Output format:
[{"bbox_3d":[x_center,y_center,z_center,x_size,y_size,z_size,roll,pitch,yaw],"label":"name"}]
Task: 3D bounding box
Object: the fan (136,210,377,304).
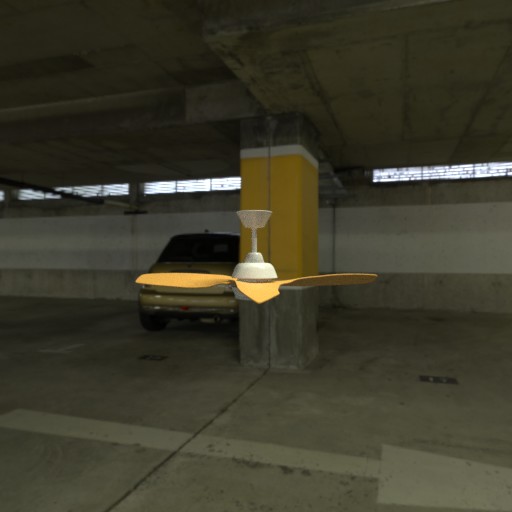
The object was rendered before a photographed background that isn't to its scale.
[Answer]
[{"bbox_3d":[0.000,0.000,1.636,1.142,0.355,1.010,0,0,0],"label":"fan"}]
